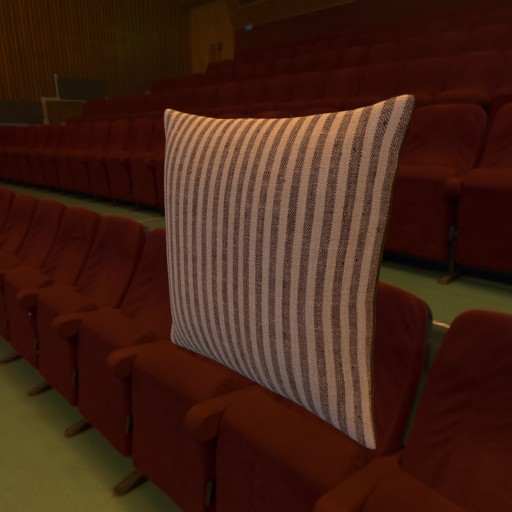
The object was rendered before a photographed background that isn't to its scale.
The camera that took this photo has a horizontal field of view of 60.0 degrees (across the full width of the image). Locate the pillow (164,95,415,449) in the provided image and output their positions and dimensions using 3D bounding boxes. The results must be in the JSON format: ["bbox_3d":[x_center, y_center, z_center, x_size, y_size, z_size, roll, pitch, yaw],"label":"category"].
[{"bbox_3d":[0.000,0.000,0.775,0.523,0.506,0.166,15,22,42],"label":"pillow"}]
